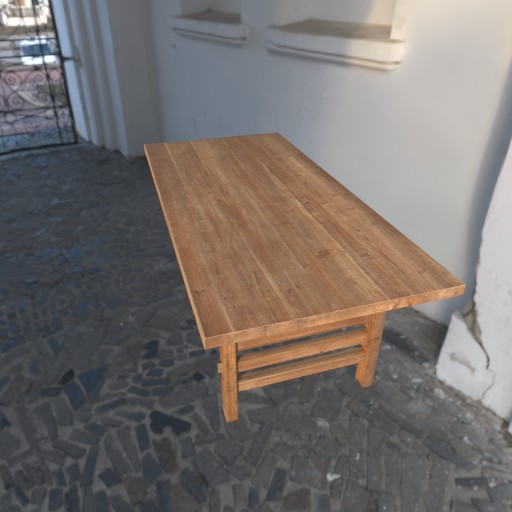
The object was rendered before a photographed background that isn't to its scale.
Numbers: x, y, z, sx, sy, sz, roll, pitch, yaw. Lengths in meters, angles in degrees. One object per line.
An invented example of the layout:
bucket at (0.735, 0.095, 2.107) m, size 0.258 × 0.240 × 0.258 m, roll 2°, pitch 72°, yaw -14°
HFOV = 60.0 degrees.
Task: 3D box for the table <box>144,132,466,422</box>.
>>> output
table at (0.000, 0.000, 2.477) m, size 0.952 × 0.760 × 2.003 m, roll -9°, pitch 33°, yaw -15°
